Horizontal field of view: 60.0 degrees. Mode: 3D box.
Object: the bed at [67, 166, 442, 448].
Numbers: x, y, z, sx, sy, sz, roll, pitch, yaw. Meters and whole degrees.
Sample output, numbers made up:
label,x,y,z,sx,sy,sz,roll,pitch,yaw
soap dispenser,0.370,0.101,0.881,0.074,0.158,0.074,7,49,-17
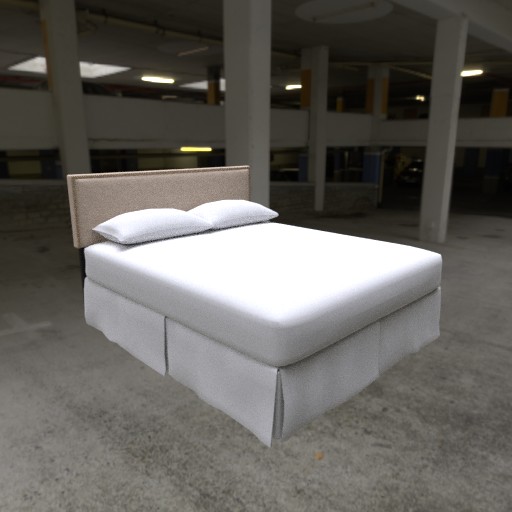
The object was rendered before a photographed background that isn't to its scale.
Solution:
label,x,y,z,sx,sy,sz,roll,pitch,yaw
bed,0.000,0.000,2.856,1.616,1.016,1.876,-14,20,-43
